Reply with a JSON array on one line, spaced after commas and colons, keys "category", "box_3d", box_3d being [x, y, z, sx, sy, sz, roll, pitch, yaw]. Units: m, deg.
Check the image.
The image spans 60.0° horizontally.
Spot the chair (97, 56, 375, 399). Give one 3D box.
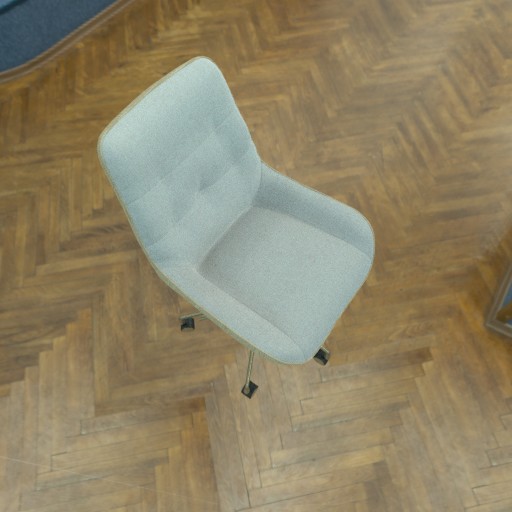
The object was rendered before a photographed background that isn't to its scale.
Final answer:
[{"category": "chair", "box_3d": [0.000, 0.000, 1.363, 0.668, 0.952, 0.564, 32, 65, 17]}]
